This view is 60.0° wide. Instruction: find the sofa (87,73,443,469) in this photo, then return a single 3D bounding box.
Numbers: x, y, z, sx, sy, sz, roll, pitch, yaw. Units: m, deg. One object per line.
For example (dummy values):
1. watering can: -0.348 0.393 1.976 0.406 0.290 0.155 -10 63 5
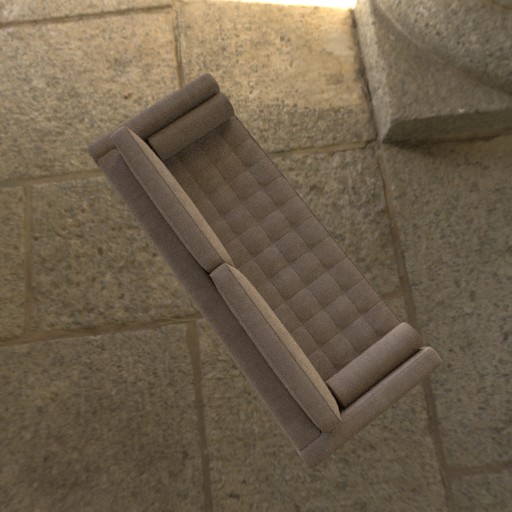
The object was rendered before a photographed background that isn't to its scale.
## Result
1. sofa: 0.000 0.000 2.654 0.919 0.770 2.200 -35 79 -8
